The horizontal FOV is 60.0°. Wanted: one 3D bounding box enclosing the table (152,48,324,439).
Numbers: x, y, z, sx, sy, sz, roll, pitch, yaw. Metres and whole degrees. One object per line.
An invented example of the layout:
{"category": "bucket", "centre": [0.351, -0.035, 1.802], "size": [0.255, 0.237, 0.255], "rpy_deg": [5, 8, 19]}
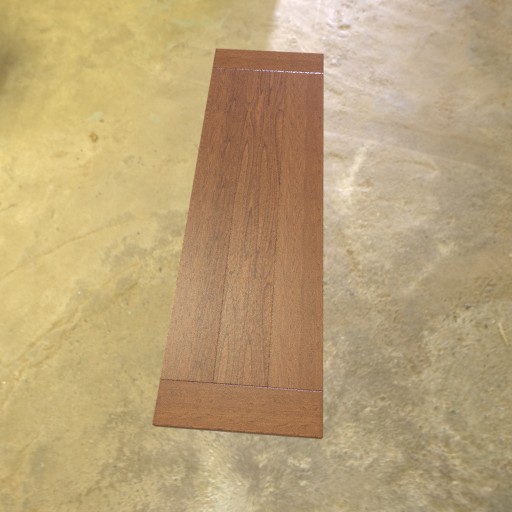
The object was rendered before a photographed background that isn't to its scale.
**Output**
{"category": "table", "centre": [0.000, 0.000, 1.874], "size": [0.461, 0.852, 1.478], "rpy_deg": [4, 63, 2]}
